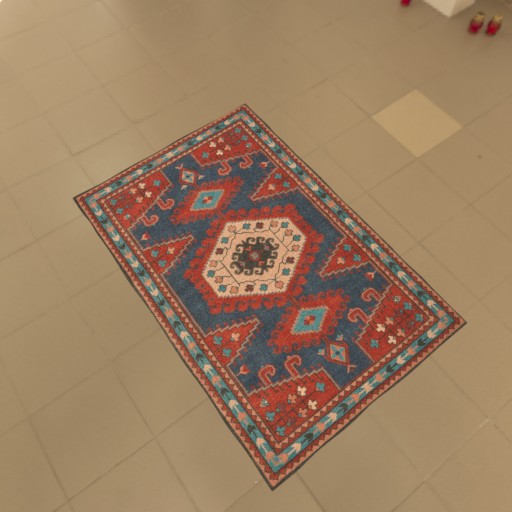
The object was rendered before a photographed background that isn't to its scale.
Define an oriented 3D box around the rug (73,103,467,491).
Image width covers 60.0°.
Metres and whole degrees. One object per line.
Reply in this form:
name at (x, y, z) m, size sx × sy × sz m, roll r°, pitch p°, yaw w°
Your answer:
rug at (0.000, 0.000, 2.312) m, size 1.207 × 0.012 × 1.820 m, roll -34°, pitch 68°, yaw -16°
